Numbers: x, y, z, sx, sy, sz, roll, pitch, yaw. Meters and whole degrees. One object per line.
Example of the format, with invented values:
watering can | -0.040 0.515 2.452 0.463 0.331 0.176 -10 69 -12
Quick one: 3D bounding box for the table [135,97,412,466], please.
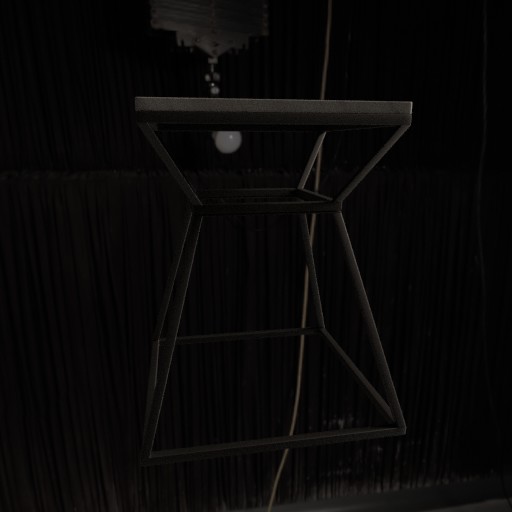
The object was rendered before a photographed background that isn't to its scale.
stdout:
table | 0.000 0.000 0.892 0.455 0.559 0.455 -3 14 -10
